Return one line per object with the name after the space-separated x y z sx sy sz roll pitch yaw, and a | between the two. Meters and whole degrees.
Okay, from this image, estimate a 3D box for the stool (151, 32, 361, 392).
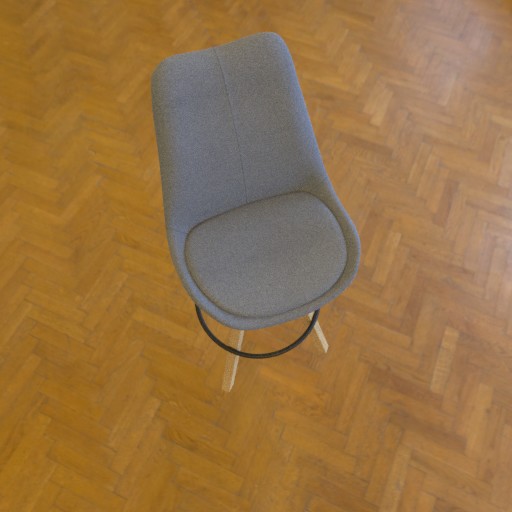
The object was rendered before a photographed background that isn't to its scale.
0.000 0.000 1.367 0.485 1.115 0.550 -19 64 -10 | stool
